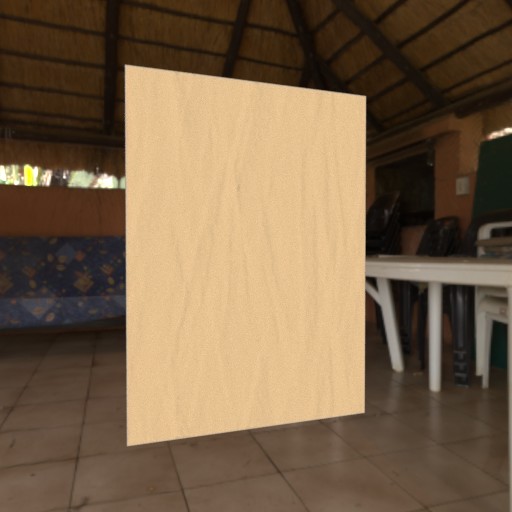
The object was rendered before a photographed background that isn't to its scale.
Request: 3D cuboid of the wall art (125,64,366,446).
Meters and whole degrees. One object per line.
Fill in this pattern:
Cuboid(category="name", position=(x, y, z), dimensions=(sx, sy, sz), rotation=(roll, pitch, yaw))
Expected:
Cuboid(category="wall art", position=(0.000, 0.000, 1.436), dimensions=(0.810, 1.116, 0.016), rotation=(0, 1, -19))
